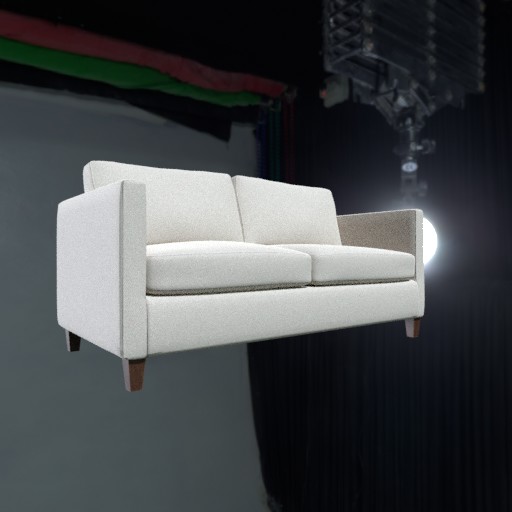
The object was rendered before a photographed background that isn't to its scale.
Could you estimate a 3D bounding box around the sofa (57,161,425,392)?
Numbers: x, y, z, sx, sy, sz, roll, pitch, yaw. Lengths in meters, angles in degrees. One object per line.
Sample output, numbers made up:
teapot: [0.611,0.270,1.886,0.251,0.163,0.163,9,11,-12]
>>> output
sofa: [0.000,0.000,2.252,1.722,0.888,0.873,0,0,-37]
